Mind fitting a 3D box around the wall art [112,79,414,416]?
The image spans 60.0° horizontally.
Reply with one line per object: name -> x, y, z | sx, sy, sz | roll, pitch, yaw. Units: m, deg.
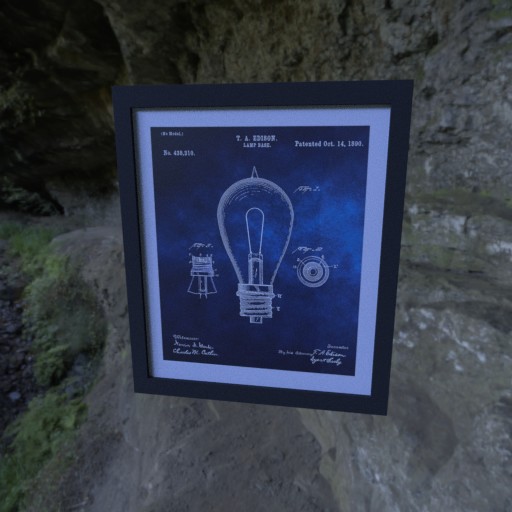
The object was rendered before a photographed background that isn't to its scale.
wall art -> 0.000, 0.000, 0.692 | 0.428, 0.505, 0.023 | 2, 14, 9
